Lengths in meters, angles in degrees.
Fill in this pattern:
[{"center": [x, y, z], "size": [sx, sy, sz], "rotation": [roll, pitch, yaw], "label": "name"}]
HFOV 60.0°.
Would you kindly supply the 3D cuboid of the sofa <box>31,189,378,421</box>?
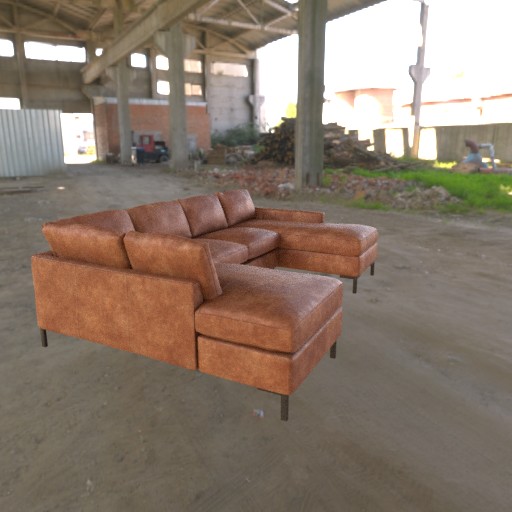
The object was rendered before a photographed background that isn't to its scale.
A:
[{"center": [0.000, 0.000, 3.822], "size": [1.939, 0.900, 2.956], "rotation": [7, 15, 27], "label": "sofa"}]
